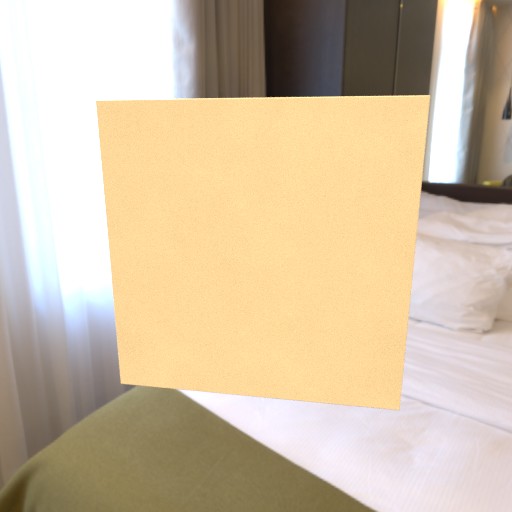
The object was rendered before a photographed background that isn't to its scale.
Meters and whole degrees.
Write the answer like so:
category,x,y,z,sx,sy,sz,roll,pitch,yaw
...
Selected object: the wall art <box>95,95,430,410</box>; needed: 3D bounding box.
category,x,y,z,sx,sy,sz,roll,pitch,yaw
wall art,0.000,0.000,0.457,0.305,0.305,0.038,3,15,9
